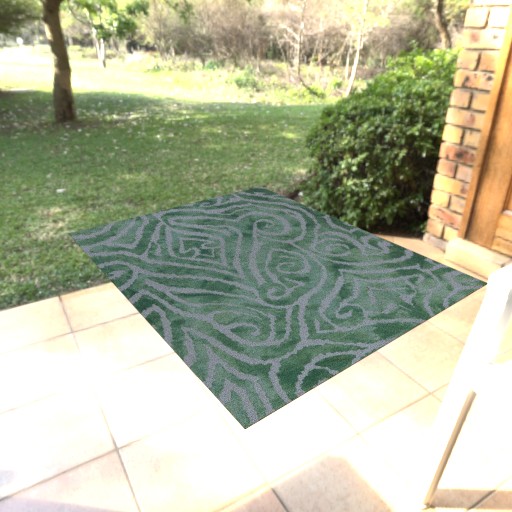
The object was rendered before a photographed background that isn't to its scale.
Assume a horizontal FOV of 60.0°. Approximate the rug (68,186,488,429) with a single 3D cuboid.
[{"bbox_3d":[0.000,0.000,4.033,2.436,0.007,3.045,-19,33,-32],"label":"rug"}]
